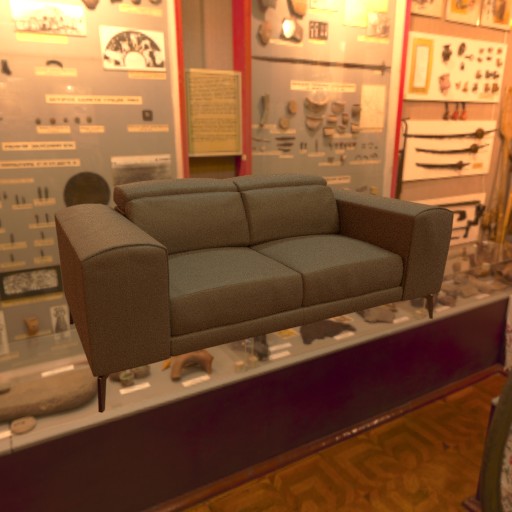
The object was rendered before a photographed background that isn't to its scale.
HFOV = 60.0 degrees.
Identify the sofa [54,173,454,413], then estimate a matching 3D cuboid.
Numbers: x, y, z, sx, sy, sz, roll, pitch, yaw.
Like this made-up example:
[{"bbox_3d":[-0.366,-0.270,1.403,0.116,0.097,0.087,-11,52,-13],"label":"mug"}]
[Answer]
[{"bbox_3d":[0.000,0.000,2.387,1.895,0.779,1.003,-9,18,-27],"label":"sofa"}]
